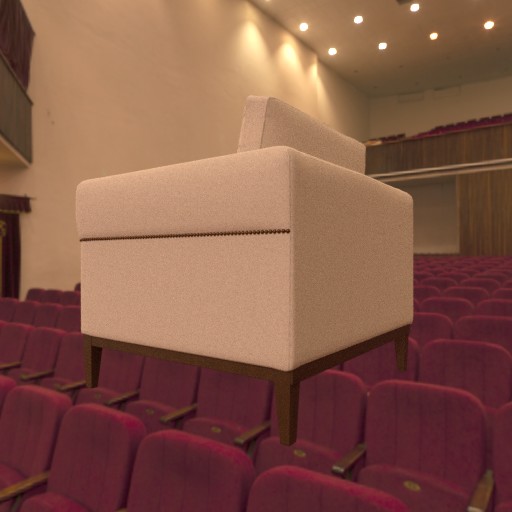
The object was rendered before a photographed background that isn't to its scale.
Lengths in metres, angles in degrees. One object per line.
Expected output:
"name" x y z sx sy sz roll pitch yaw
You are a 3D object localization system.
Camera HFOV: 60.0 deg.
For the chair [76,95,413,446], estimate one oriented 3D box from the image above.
"chair" 0.000 0.000 1.669 0.896 0.915 0.982 0 0 36
